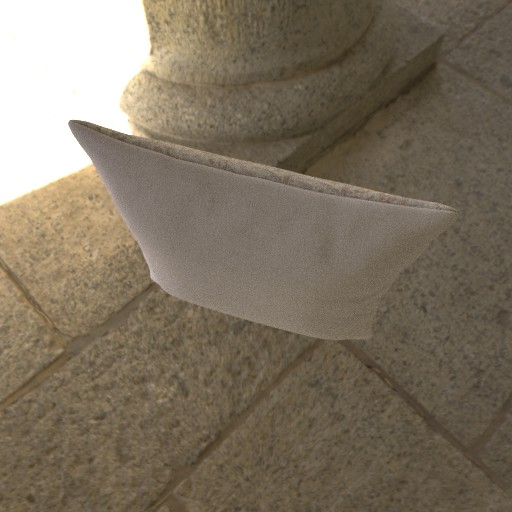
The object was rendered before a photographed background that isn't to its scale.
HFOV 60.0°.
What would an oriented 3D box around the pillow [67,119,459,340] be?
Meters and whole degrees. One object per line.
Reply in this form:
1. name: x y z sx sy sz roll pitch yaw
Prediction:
1. pillow: 0.000 0.000 0.783 0.523 0.510 0.166 15 63 8
